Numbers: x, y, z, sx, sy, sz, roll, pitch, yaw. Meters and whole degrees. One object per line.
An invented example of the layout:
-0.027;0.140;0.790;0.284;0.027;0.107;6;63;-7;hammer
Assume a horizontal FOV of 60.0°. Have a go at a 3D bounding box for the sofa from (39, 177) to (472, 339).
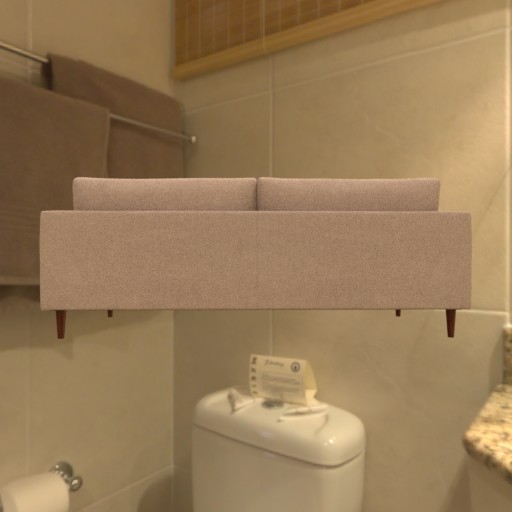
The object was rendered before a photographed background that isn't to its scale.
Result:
0.000;0.000;2.779;2.250;0.868;1.020;0;0;-1;sofa
